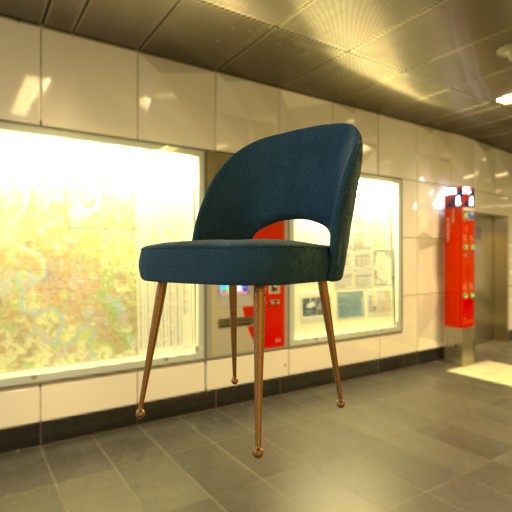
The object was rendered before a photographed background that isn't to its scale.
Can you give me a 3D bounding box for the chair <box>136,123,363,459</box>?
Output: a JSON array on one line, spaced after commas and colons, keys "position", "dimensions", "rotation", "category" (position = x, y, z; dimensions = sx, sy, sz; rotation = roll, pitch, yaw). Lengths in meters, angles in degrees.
[{"position": [0.000, 0.000, 1.258], "dimensions": [0.527, 0.860, 0.577], "rotation": [0, 0, 37], "category": "chair"}]
